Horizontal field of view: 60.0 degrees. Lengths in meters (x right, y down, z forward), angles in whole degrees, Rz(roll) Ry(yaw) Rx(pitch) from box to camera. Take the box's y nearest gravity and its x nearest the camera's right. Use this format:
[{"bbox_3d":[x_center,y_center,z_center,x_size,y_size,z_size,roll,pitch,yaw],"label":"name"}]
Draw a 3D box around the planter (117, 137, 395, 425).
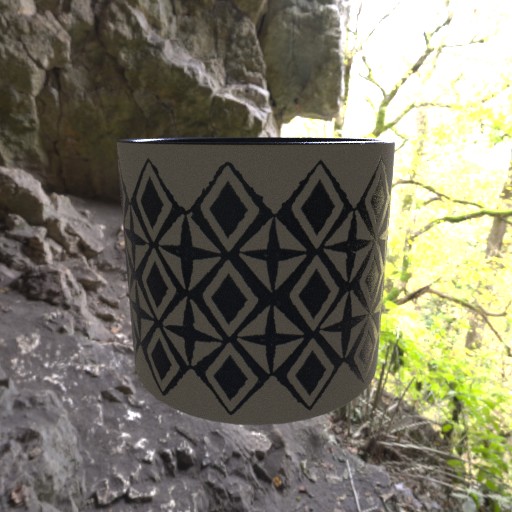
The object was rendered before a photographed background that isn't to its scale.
[{"bbox_3d":[0.000,0.000,0.323,0.182,0.165,0.182,0,16,0],"label":"planter"}]
